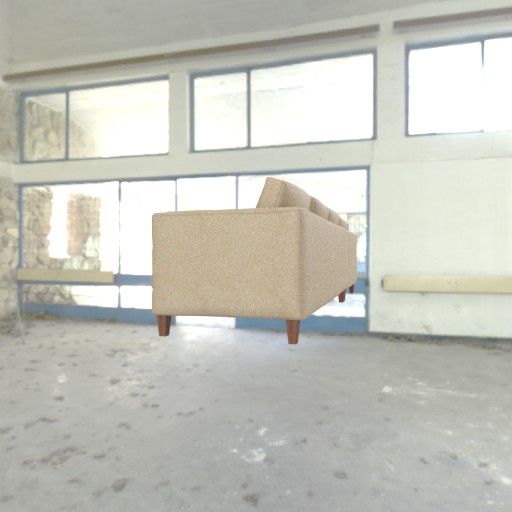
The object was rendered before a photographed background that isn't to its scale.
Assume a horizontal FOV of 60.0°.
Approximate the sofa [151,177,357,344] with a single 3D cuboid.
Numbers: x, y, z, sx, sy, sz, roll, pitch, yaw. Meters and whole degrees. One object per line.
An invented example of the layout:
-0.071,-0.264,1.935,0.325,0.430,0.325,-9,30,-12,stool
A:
0.000,0.000,3.903,1.502,0.876,3.201,0,0,18,sofa
